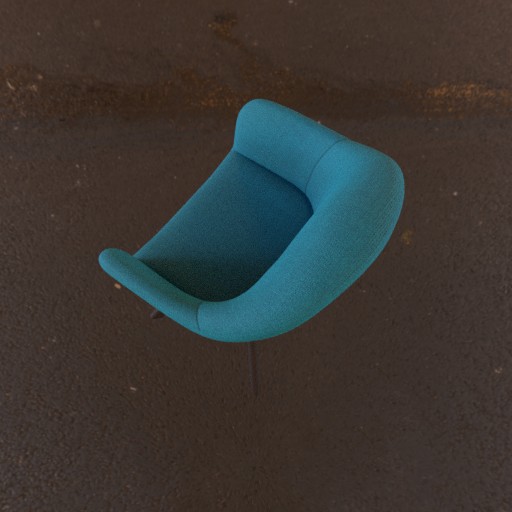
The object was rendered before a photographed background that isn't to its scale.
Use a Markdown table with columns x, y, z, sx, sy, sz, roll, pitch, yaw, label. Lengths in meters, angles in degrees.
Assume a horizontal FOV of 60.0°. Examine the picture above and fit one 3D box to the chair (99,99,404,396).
| x | y | z | sx | sy | sz | roll | pitch | yaw | label |
| --- | --- | --- | --- | --- | --- | --- | --- | --- | --- |
| 0.000 | 0.000 | 1.177 | 0.550 | 0.795 | 0.590 | 33 | 69 | 15 | chair |
